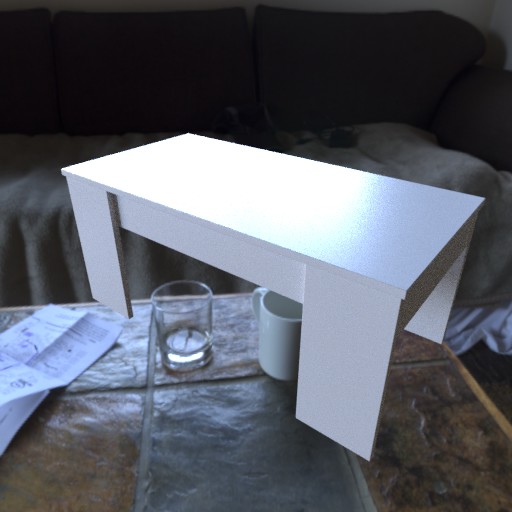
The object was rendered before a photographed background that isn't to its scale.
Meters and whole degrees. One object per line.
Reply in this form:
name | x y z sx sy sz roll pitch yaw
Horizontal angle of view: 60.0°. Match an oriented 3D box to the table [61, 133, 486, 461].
table | 0.000 0.000 1.259 1.000 0.440 0.500 21 36 32
